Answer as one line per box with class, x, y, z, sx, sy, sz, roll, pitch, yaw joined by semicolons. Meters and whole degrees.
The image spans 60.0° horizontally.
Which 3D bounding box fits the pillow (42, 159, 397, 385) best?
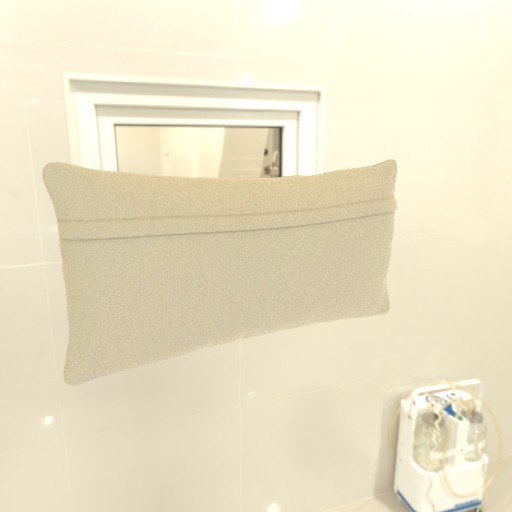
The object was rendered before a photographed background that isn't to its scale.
pillow;0.000;0.000;0.720;0.604;0.307;0.148;-7;16;-27
